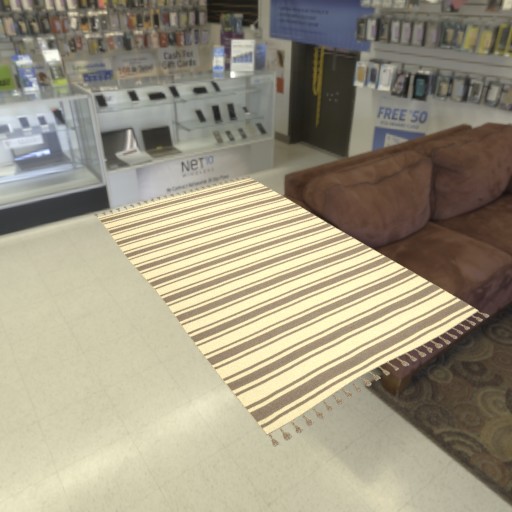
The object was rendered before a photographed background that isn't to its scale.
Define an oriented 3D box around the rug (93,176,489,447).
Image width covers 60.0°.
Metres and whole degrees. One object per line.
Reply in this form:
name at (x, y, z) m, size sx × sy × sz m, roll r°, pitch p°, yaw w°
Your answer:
rug at (0.000, 0.000, 2.499) m, size 1.229 × 0.011 × 2.096 m, roll -19°, pitch 37°, yaw -28°
